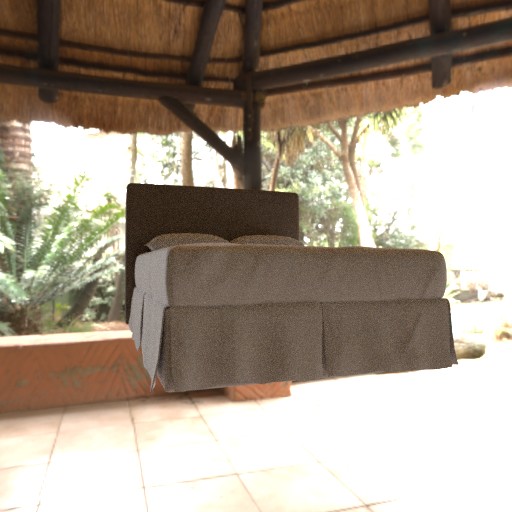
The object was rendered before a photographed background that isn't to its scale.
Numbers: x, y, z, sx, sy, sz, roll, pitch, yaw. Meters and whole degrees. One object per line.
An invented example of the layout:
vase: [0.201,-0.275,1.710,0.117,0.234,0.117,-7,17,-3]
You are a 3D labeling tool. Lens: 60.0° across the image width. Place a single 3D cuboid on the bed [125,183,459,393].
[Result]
bed: [0.000,0.000,3.212,1.723,1.330,2.142,0,-1,-19]
